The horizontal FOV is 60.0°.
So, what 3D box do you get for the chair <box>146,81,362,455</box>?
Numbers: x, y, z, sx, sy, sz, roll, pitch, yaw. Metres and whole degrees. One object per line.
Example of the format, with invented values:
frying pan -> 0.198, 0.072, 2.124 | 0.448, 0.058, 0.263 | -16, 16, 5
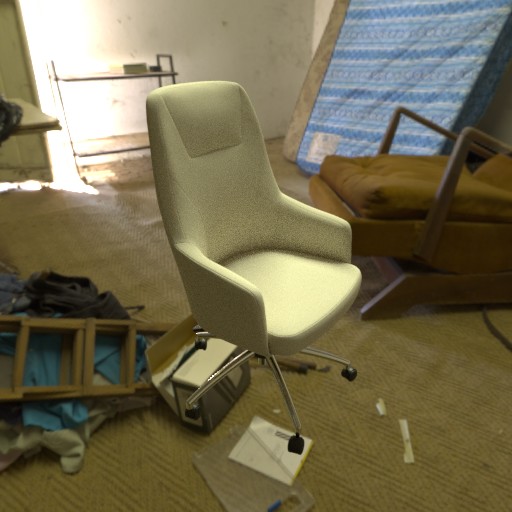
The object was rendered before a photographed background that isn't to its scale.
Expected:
chair -> 0.000, 0.000, 1.472 | 0.640, 1.049, 0.620 | 17, 31, 31
